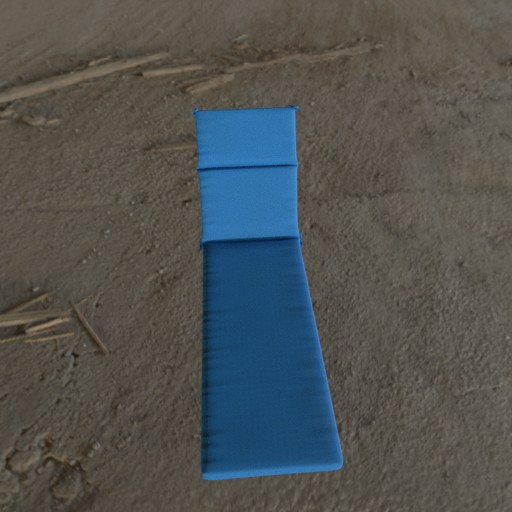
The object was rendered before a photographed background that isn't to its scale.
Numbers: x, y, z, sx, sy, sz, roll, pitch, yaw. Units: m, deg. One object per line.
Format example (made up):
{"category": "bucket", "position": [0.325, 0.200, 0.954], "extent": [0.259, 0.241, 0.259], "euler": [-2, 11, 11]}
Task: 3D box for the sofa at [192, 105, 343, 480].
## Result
{"category": "sofa", "position": [0.000, 0.000, 1.975], "extent": [0.582, 0.622, 1.663], "euler": [-3, 47, -3]}
